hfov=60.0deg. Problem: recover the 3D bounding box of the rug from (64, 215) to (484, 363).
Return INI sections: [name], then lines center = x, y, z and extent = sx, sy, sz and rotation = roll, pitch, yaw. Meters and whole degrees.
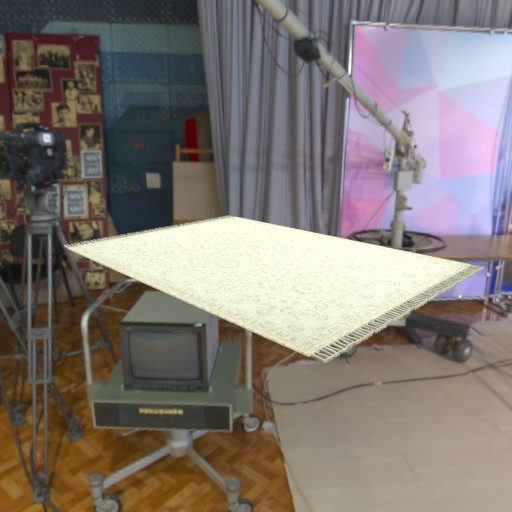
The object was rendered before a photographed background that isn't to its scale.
[rug]
center = 0.000, 0.000, 2.242
extent = 1.223, 0.015, 1.771
rotation = -15, 22, -43
